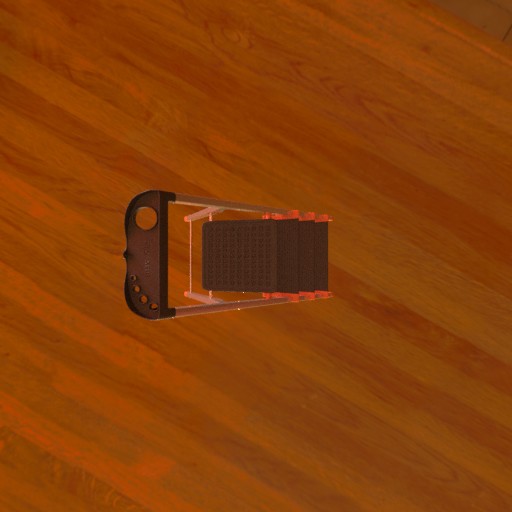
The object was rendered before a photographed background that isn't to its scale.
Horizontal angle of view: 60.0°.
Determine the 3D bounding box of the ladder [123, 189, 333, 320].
[{"bbox_3d":[0.000,0.000,1.777,0.834,1.429,0.452,0,90,1],"label":"ladder"}]
